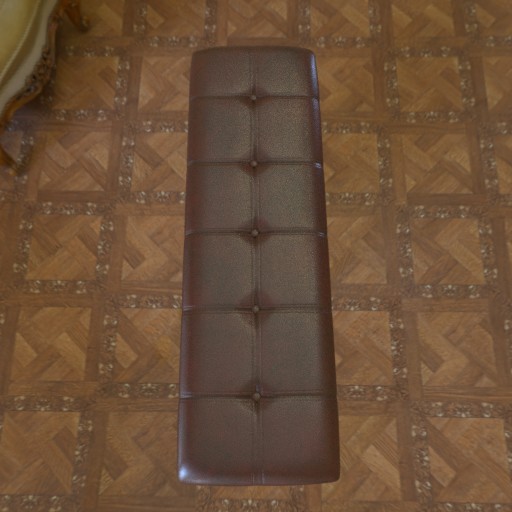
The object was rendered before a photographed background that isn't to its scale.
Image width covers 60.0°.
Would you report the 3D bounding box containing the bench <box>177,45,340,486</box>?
[{"bbox_3d":[0.000,0.000,1.423,0.401,0.491,1.259,-1,74,0],"label":"bench"}]
